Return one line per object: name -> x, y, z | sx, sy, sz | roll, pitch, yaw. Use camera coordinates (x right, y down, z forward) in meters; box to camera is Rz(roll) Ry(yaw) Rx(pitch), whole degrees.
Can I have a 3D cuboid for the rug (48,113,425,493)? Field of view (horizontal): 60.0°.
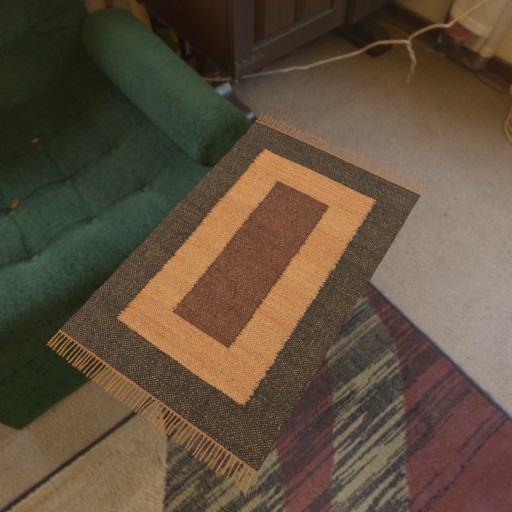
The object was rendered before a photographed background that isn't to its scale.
rug -> 0.000, 0.000, 1.881 | 0.920, 0.013, 1.541 | 29, 63, 17
